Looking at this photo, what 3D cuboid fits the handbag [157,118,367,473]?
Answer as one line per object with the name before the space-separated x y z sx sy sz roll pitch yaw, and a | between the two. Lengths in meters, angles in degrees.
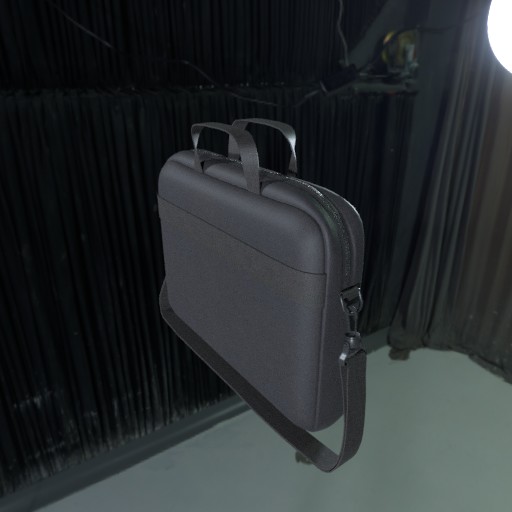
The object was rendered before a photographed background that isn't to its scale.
handbag | 0.000 0.000 0.571 0.126 0.330 0.429 -17 29 -33
